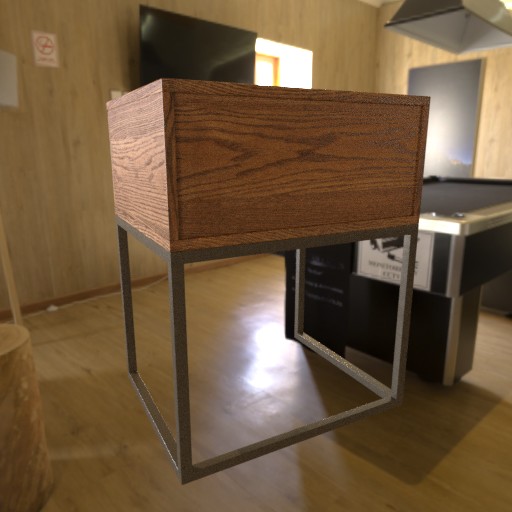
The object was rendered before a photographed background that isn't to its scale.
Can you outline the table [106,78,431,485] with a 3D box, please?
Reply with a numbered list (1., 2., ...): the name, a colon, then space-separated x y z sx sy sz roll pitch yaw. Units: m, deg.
1. table: 0.000 0.000 0.913 0.482 0.610 0.400 -7 16 -27
